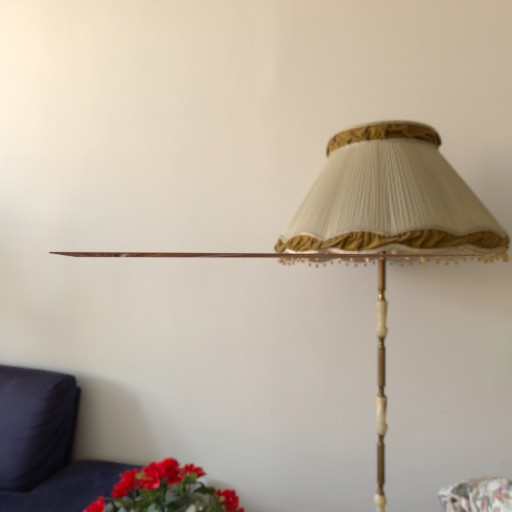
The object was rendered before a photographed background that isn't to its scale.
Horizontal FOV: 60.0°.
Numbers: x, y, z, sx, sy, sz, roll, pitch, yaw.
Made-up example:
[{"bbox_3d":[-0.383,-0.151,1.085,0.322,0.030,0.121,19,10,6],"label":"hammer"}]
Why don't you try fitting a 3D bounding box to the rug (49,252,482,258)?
[{"bbox_3d":[0.000,0.000,3.082,2.438,0.008,1.523,0,-1,-18],"label":"rug"}]
